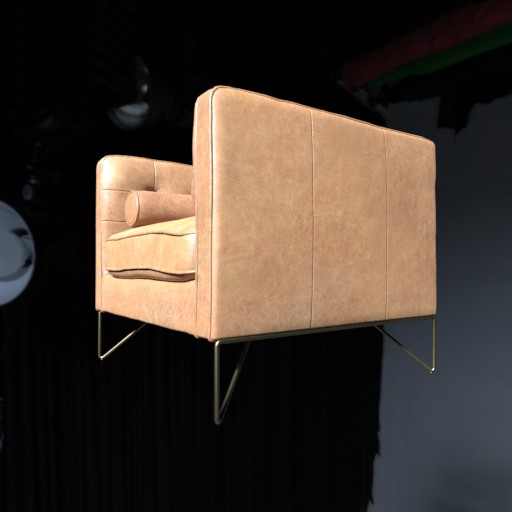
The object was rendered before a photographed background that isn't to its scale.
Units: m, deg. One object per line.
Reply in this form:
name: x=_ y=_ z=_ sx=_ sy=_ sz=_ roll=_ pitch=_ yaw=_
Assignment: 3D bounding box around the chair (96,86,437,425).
chair: x=0.000 y=0.000 z=1.620 sx=0.912 sy=0.797 sz=0.920 roll=1 pitch=-2 yaw=-36
